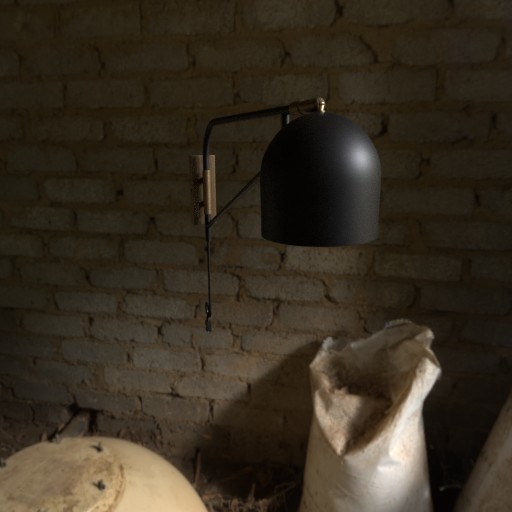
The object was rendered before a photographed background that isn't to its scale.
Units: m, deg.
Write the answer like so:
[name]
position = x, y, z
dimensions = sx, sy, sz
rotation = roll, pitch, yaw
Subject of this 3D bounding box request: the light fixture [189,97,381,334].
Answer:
[light fixture]
position = 0.000, 0.000, 1.070
dimensions = 0.215, 0.696, 0.720
rotation = -8, 18, -26
